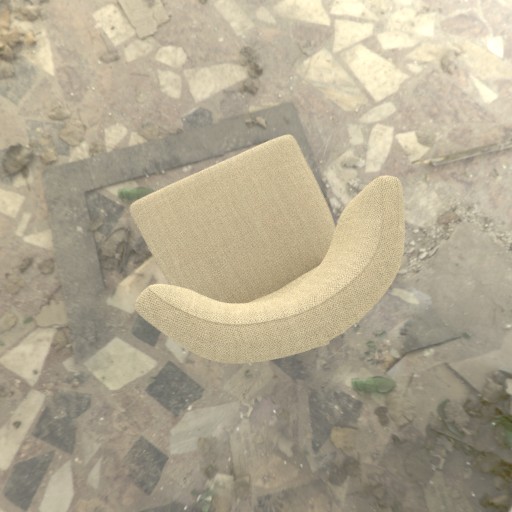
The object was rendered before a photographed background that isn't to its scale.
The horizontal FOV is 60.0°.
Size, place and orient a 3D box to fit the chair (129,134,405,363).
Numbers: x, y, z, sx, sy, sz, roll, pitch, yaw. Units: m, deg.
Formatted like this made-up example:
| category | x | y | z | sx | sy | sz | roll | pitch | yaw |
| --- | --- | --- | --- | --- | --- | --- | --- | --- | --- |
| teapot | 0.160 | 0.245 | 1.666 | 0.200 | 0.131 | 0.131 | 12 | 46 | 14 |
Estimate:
| category | x | y | z | sx | sy | sz | roll | pitch | yaw |
| --- | --- | --- | --- | --- | --- | --- | --- | --- | --- |
| chair | 0.000 | 0.000 | 1.295 | 0.611 | 0.824 | 0.617 | -26 | 77 | -6 |
